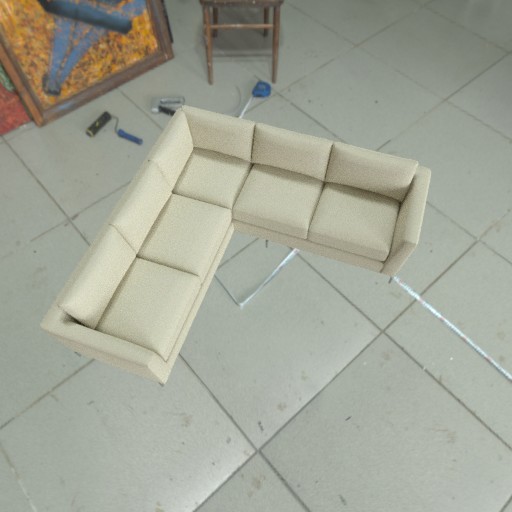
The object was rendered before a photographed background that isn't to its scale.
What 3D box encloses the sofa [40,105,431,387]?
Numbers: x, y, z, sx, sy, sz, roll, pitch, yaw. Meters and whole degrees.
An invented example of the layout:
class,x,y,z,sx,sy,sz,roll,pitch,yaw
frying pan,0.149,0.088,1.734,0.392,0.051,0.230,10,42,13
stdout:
class,x,y,z,sx,sy,sz,roll,pitch,yaw
sofa,0.000,0.000,3.725,2.448,0.867,2.430,17,60,10
